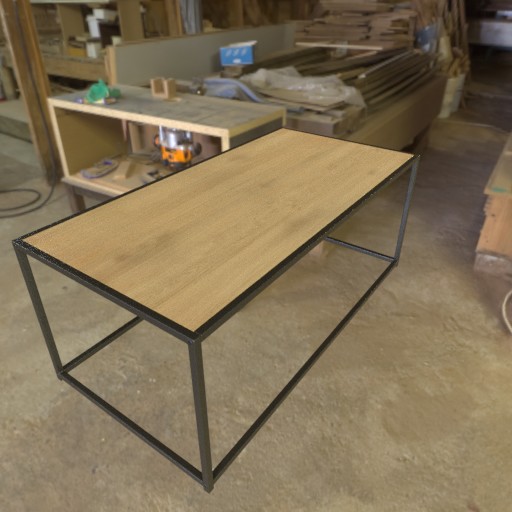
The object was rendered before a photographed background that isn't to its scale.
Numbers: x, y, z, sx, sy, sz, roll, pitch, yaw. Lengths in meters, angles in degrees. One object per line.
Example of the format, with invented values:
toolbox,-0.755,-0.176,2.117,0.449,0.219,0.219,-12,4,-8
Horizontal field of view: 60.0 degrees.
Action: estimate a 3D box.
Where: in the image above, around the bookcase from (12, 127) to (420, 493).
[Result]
bookcase,0.000,0.000,1.220,0.500,0.400,1.000,21,38,30
